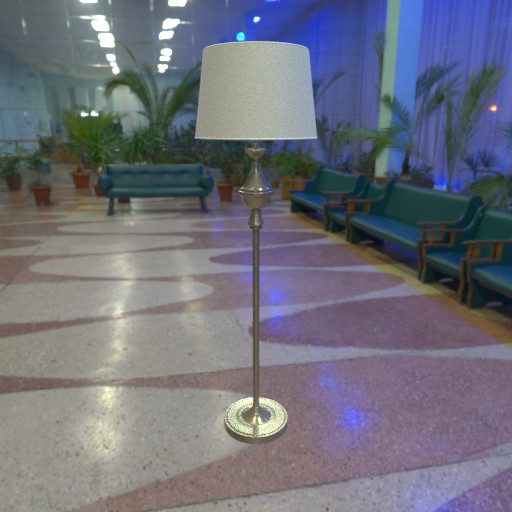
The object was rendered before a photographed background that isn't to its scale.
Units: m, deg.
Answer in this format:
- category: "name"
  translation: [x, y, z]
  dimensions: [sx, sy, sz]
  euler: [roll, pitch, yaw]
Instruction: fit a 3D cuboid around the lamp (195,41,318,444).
- category: "lamp"
  translation: [0.000, 0.000, 1.690]
  dimensions: [0.431, 1.488, 0.431]
  euler: [0, 16, 0]
